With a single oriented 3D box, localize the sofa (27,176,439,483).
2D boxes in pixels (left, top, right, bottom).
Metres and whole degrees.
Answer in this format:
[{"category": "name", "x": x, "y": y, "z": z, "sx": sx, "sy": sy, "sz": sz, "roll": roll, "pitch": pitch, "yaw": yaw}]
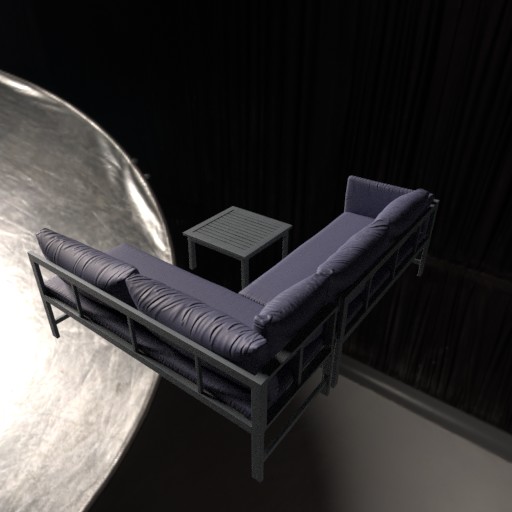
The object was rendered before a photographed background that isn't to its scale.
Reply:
[{"category": "sofa", "x": 0.000, "y": 0.000, "z": 2.966, "sx": 1.658, "sy": 0.762, "sz": 2.149, "roll": 21, "pitch": 37, "yaw": 31}]
